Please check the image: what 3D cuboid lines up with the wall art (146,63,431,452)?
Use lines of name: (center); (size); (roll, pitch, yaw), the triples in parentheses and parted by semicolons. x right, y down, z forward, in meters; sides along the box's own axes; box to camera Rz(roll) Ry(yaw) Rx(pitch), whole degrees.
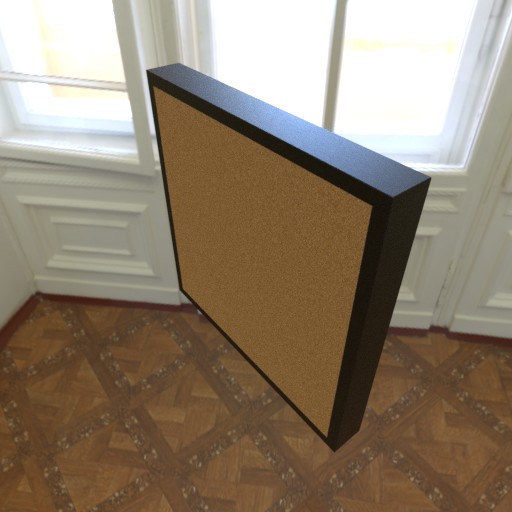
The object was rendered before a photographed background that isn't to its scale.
wall art: (0.000, 0.000, 0.455); (0.038, 0.304, 0.304); (-27, 47, -29)
